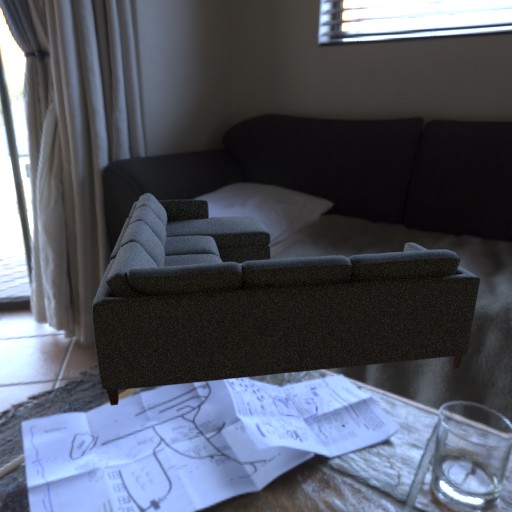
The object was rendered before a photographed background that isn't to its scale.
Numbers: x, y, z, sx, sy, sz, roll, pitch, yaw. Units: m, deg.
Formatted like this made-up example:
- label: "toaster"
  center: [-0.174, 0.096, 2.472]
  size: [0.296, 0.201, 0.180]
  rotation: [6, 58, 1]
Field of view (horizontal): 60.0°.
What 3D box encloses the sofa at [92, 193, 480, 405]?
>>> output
- label: "sofa"
  center: [0.000, 0.000, 4.342]
  size: [2.551, 0.853, 3.238]
  rotation: [-3, 18, -10]
